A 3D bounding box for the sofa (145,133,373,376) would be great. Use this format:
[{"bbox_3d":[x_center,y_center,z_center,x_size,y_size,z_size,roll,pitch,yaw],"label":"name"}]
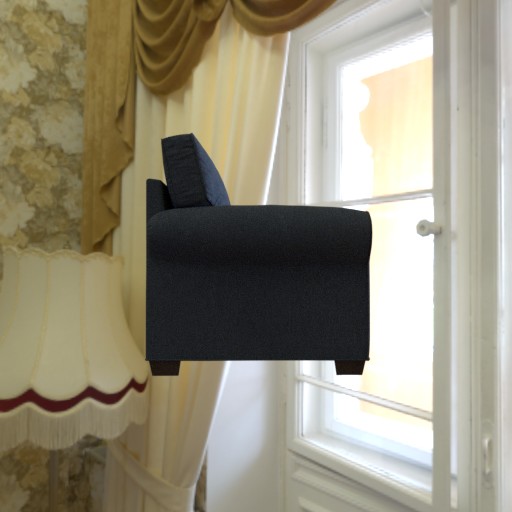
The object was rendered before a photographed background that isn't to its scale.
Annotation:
[{"bbox_3d":[0.000,0.000,2.930,0.954,1.026,2.391,0,-1,-1],"label":"sofa"}]
